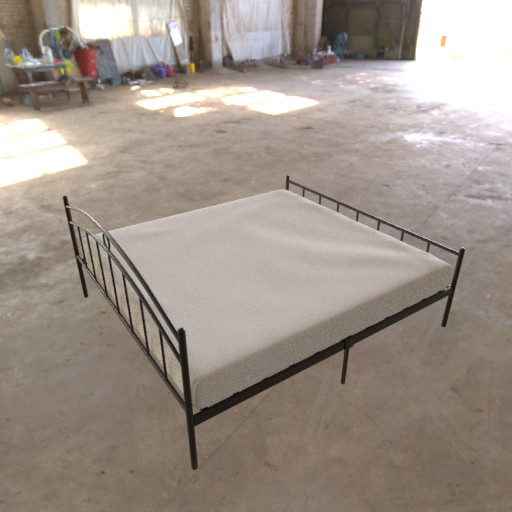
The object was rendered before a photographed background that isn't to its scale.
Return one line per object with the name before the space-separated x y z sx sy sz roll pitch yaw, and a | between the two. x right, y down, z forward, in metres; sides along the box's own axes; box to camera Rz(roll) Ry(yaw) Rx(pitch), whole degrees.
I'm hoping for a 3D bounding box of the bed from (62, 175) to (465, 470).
bed | 0.000 0.000 3.139 2.040 0.940 1.880 -18 33 -30
